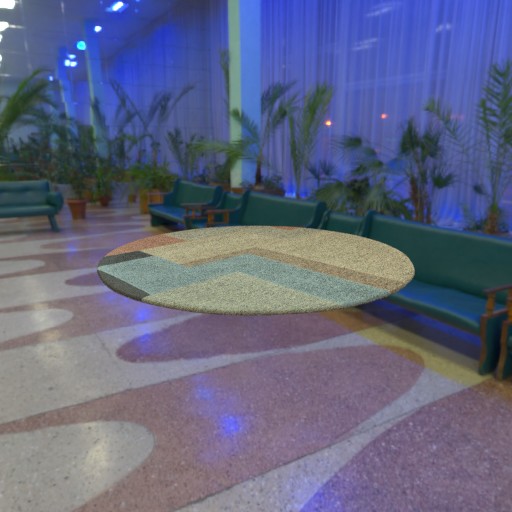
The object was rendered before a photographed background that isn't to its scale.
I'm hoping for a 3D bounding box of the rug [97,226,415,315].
[{"bbox_3d":[0.000,0.000,3.630,2.461,0.033,2.461,0,15,0],"label":"rug"}]
